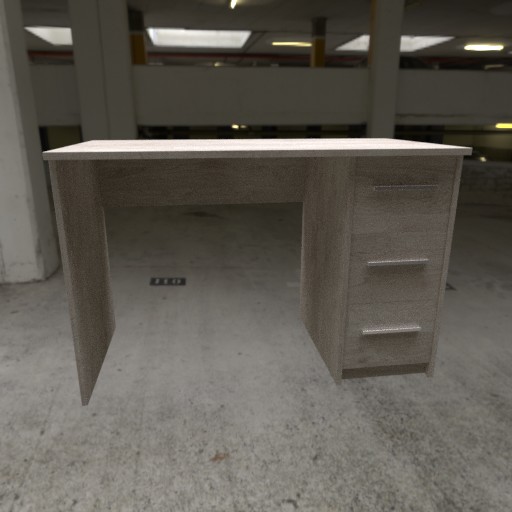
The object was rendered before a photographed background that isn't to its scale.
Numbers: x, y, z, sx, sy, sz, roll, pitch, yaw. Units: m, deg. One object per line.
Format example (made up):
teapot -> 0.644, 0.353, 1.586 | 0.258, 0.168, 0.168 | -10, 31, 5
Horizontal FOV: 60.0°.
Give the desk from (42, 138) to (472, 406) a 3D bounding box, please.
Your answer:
desk -> 0.000, 0.000, 1.493 | 1.097, 0.735, 0.560 | -2, 18, -7
